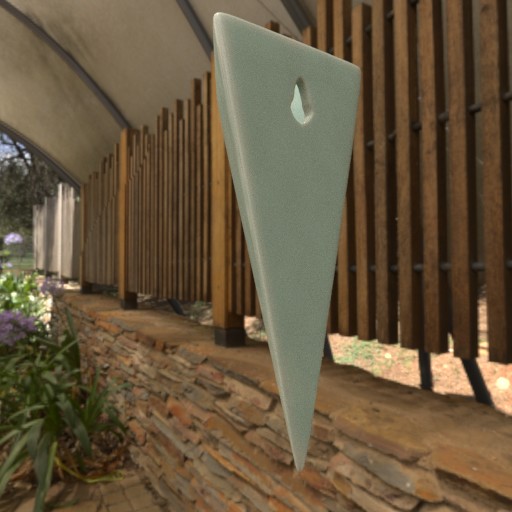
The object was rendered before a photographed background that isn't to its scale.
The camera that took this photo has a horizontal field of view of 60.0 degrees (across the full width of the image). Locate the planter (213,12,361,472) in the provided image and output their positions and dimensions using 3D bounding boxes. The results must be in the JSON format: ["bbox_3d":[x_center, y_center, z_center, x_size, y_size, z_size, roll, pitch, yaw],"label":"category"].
[{"bbox_3d":[0.000,0.000,0.208,0.080,0.178,0.064,1,-2,-36],"label":"planter"}]
